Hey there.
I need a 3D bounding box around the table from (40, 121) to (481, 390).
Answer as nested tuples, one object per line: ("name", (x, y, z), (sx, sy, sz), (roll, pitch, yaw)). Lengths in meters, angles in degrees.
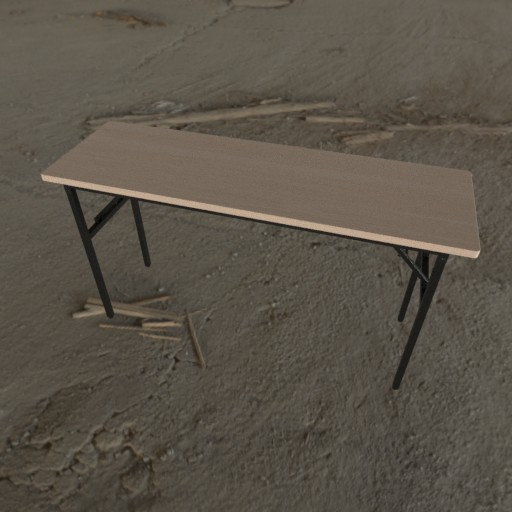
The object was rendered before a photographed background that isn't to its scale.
("table", (0.000, 0.000, 1.750), (1.397, 0.750, 0.447), (11, 42, 13))
